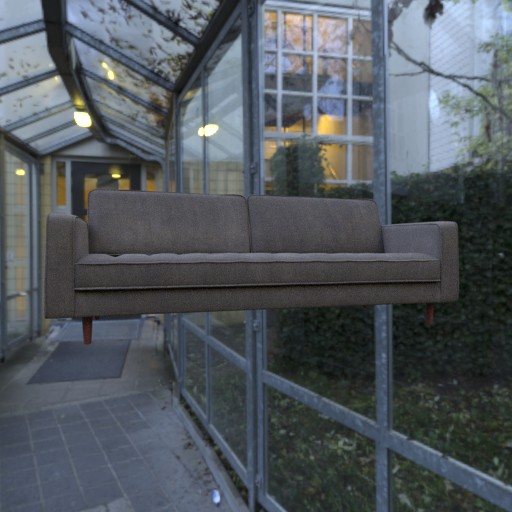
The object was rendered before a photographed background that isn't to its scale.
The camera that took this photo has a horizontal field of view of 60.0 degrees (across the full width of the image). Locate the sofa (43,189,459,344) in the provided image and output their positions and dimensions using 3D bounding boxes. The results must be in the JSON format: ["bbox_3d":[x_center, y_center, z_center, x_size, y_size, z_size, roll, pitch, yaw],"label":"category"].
[{"bbox_3d":[0.000,0.000,2.717,2.295,0.813,0.923,0,1,-17],"label":"sofa"}]
